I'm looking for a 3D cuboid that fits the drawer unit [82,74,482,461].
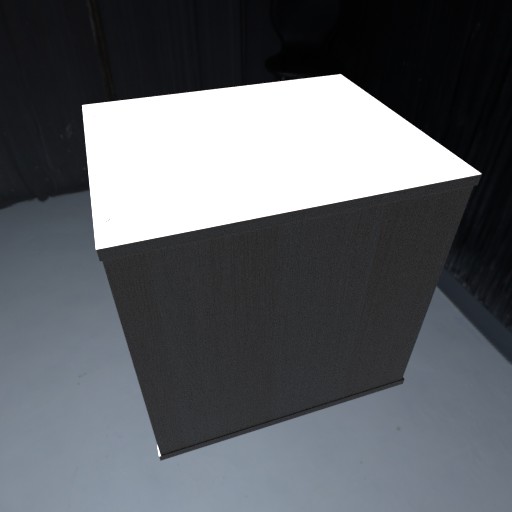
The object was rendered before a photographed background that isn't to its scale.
[{"bbox_3d":[0.000,0.000,0.589,0.349,0.344,0.290,-12,42,-14],"label":"drawer unit"}]
